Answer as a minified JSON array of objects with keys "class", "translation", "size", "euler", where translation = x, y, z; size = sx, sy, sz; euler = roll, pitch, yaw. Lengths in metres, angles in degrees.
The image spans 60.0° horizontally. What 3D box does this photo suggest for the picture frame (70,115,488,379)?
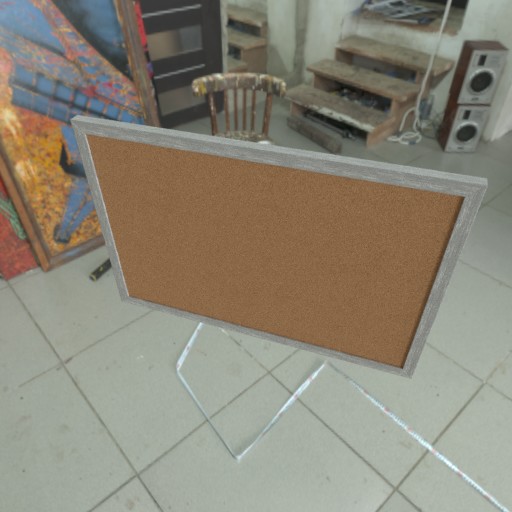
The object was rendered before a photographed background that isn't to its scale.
[{"class":"picture frame","translation":[0.000,0.000,1.186],"size":[0.950,0.640,0.029],"euler":[12,42,14]}]
